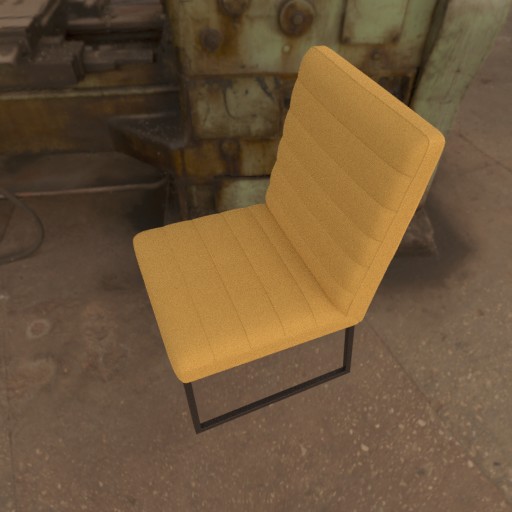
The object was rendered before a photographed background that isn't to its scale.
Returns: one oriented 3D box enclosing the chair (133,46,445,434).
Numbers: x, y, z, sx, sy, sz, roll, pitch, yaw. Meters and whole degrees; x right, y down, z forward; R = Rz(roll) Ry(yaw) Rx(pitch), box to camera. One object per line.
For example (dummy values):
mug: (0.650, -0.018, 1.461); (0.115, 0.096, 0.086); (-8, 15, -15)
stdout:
chair: (0.000, 0.000, 1.274); (0.634, 0.930, 0.520); (-17, 49, -15)
